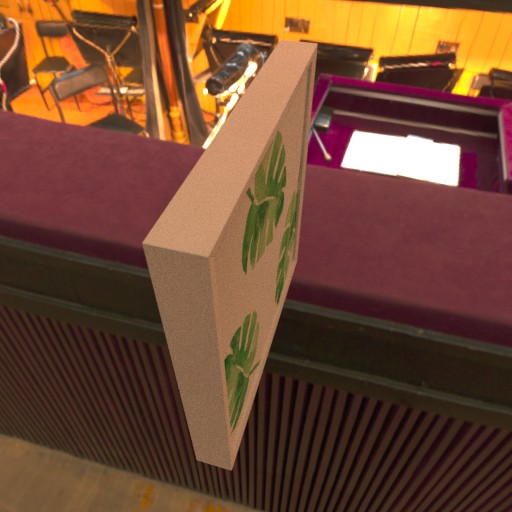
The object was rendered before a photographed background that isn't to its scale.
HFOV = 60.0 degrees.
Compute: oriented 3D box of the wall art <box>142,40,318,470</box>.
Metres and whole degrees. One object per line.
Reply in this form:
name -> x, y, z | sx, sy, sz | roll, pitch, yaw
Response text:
wall art -> 0.000, 0.000, 0.442 | 0.038, 0.305, 0.305 | 12, 46, 11
